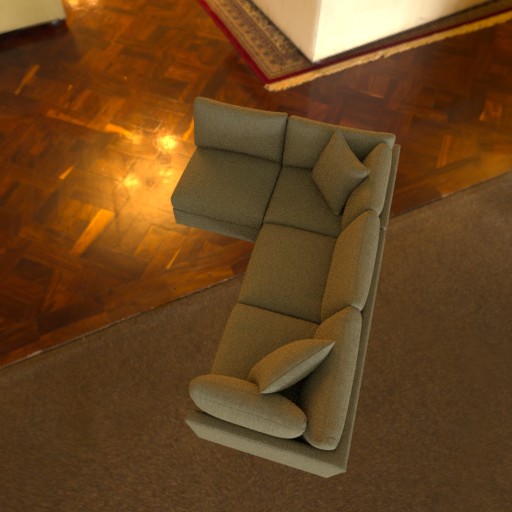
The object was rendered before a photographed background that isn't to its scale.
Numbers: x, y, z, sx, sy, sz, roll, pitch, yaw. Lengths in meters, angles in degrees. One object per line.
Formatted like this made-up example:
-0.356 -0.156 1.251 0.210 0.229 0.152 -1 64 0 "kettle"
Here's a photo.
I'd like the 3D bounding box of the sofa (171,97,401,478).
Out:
0.000 0.000 3.737 1.994 0.978 2.896 14 59 9 "sofa"
